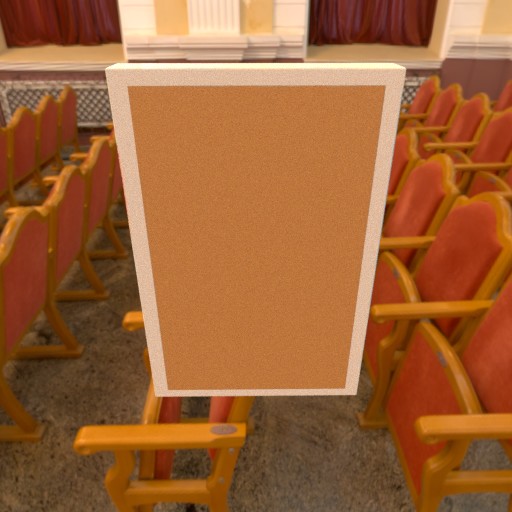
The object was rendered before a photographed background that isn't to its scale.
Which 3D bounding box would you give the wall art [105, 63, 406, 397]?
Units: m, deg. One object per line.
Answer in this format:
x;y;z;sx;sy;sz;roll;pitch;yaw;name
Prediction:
0.000;0.000;0.477;0.251;0.380;0.039;0;29;-1;wall art
